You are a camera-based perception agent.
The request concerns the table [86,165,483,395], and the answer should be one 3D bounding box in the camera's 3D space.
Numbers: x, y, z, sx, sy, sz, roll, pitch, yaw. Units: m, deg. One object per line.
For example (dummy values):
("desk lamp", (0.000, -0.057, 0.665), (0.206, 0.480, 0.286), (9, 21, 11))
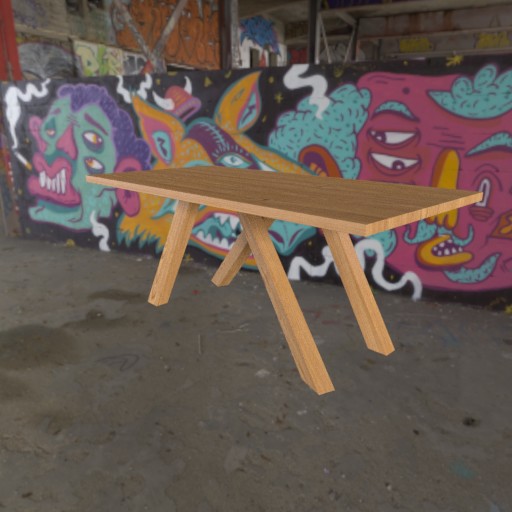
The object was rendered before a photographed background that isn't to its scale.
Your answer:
("table", (0.000, 0.000, 2.273), (0.901, 0.750, 1.797), (-16, 23, -42))
